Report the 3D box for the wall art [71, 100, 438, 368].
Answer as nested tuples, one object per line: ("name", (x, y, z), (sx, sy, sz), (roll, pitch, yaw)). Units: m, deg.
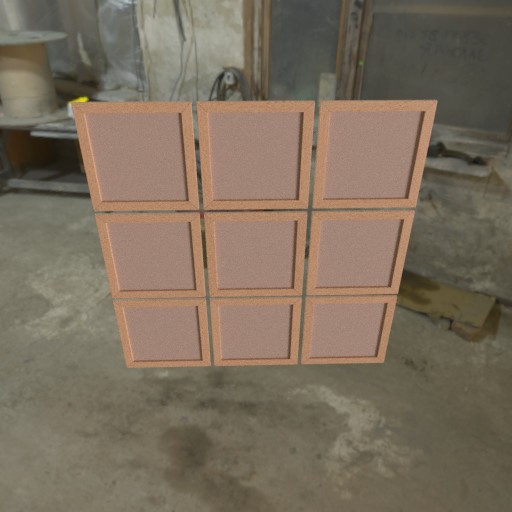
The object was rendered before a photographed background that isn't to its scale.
("wall art", (0.000, 0.000, 2.234), (1.519, 1.507, 0.014), (-1, 31, -1))
